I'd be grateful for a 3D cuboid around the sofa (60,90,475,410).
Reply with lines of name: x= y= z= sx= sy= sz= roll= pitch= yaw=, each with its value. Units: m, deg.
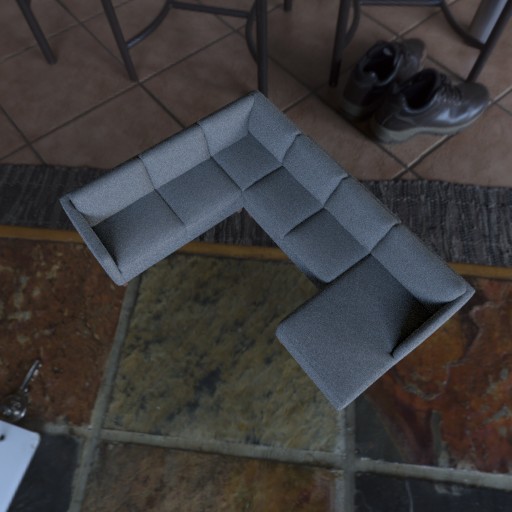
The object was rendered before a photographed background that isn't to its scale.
sofa: x=0.000 y=0.000 z=4.424 sx=2.551 sy=0.853 sz=3.238 roll=-35 pitch=68 yaw=-16
